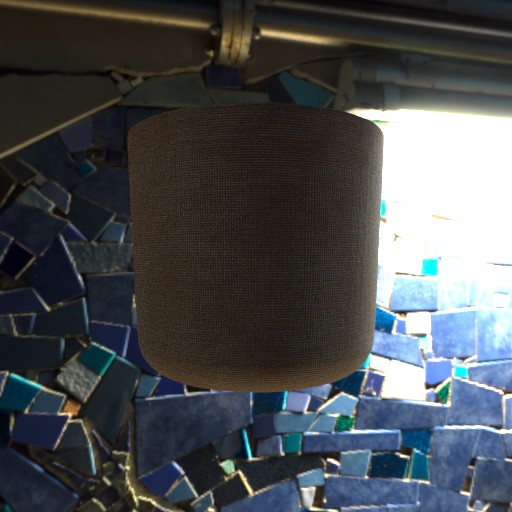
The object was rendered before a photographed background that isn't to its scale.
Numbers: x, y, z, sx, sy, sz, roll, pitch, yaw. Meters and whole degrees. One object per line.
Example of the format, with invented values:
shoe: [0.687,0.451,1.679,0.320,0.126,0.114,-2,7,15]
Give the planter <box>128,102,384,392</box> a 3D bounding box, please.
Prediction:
planter: [0.000,0.000,0.791,0.440,0.398,0.440,0,0,0]
